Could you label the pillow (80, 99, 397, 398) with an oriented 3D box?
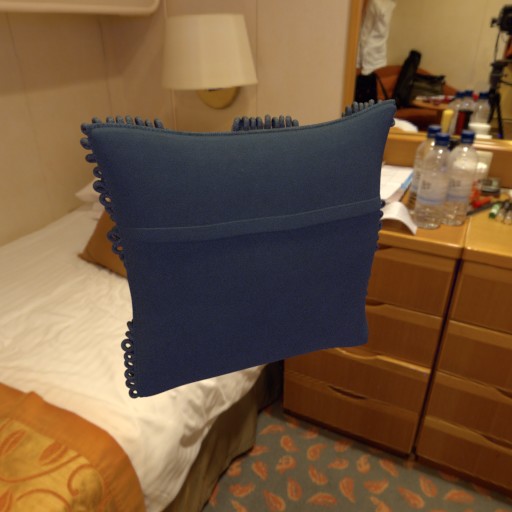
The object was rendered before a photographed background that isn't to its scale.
[{"bbox_3d":[0.000,0.000,0.721,0.469,0.466,0.172,-10,29,-17],"label":"pillow"}]
